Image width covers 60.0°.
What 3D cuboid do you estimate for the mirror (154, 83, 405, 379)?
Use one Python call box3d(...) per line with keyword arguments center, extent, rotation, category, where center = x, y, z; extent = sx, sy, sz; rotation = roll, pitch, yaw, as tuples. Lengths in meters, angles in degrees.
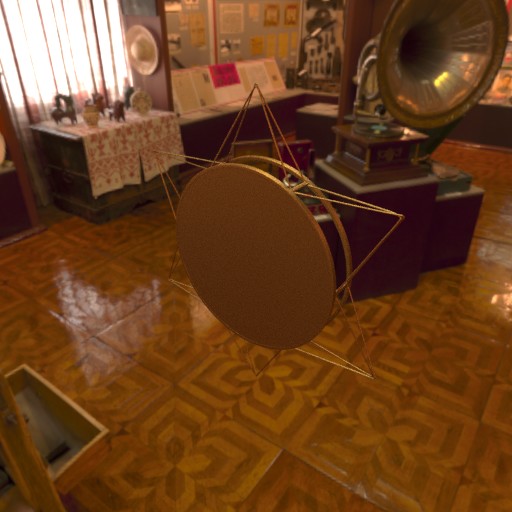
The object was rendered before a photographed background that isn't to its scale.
box3d(center=(0.000, 0.000, 0.790), extent=(0.498, 0.581, 0.062), rotation=(21, 36, 32), category="mirror")
